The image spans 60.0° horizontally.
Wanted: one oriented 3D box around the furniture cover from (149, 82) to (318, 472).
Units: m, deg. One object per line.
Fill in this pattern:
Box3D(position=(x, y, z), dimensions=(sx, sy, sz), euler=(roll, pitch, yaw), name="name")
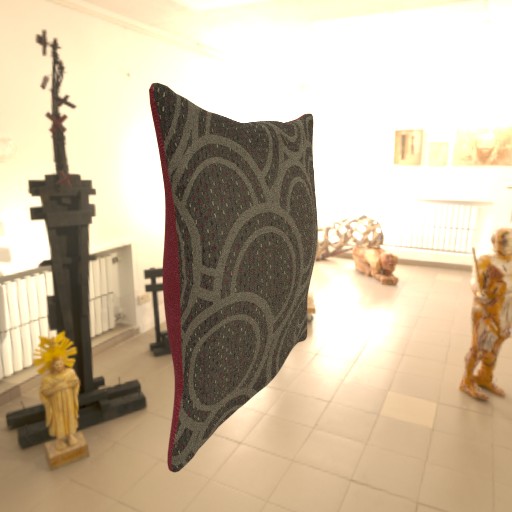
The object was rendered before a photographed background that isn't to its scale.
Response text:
Box3D(position=(0.000, 0.000, 0.776), dimensions=(0.163, 0.513, 0.514), euler=(7, 15, 26), name="furniture cover")
